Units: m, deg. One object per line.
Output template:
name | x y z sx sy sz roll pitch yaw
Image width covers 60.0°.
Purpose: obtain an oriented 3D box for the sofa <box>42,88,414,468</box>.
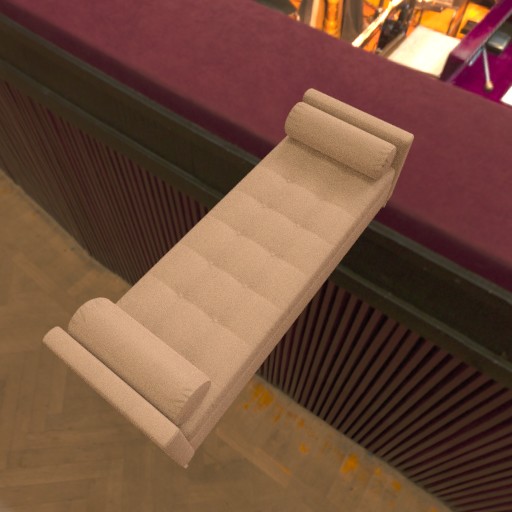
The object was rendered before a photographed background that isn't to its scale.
sofa | 0.000 0.000 2.340 0.686 0.635 1.981 32 63 19
